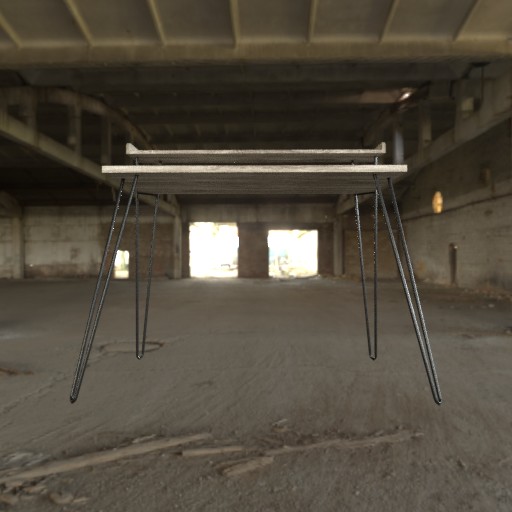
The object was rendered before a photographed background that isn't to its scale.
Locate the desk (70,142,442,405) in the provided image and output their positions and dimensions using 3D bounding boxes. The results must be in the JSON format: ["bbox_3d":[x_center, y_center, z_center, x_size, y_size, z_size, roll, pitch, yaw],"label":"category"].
[{"bbox_3d":[0.000,0.000,1.633,1.135,0.899,0.605,0,0,1],"label":"desk"}]
